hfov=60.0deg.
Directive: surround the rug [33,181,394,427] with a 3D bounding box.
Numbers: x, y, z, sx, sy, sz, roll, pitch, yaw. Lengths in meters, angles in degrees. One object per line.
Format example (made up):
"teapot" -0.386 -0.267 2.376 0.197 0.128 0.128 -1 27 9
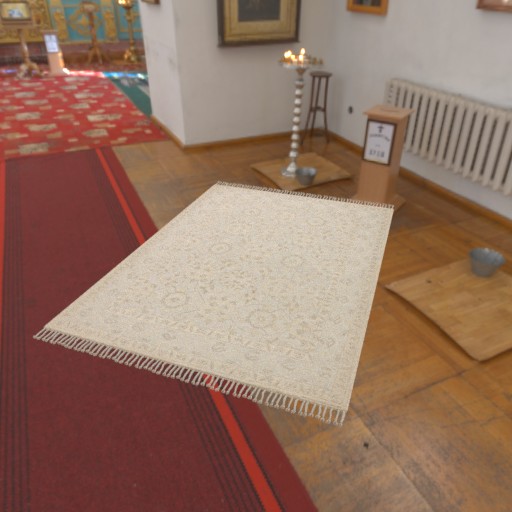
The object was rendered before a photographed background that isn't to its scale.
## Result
"rug" 0.000 0.000 2.272 1.223 0.015 1.771 11 32 17
